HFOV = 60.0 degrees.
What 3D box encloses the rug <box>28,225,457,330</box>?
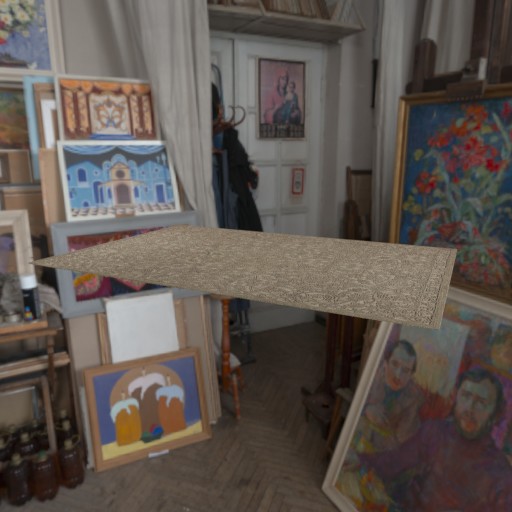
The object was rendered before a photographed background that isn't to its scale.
[{"bbox_3d":[0.000,0.000,2.260,1.827,0.006,1.221,7,15,25],"label":"rug"}]
